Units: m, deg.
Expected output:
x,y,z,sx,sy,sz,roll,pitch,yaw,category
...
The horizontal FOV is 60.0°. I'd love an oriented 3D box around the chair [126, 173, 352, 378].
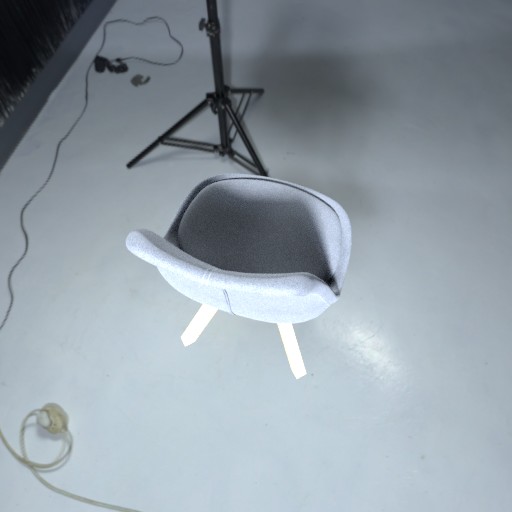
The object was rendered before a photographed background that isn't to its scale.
x,y,z,sx,sy,sz,roll,pitch,yaw,category
0.000,0.000,1.182,0.474,0.863,0.549,15,64,8,chair
